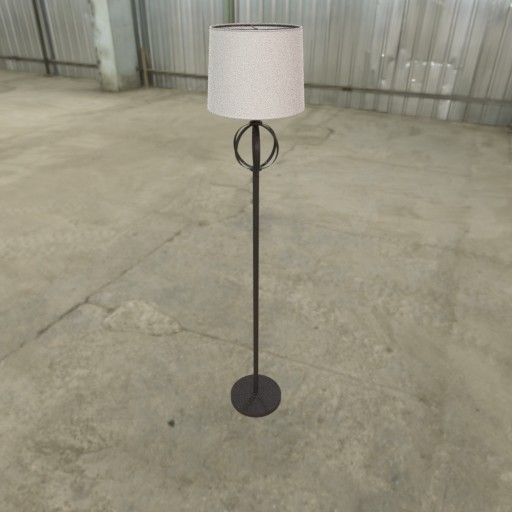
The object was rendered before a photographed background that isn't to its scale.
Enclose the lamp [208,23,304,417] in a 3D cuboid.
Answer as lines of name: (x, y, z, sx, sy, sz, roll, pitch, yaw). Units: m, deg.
lamp: (0.000, 0.000, 1.586, 0.286, 1.462, 0.286, -21, 37, -30)
